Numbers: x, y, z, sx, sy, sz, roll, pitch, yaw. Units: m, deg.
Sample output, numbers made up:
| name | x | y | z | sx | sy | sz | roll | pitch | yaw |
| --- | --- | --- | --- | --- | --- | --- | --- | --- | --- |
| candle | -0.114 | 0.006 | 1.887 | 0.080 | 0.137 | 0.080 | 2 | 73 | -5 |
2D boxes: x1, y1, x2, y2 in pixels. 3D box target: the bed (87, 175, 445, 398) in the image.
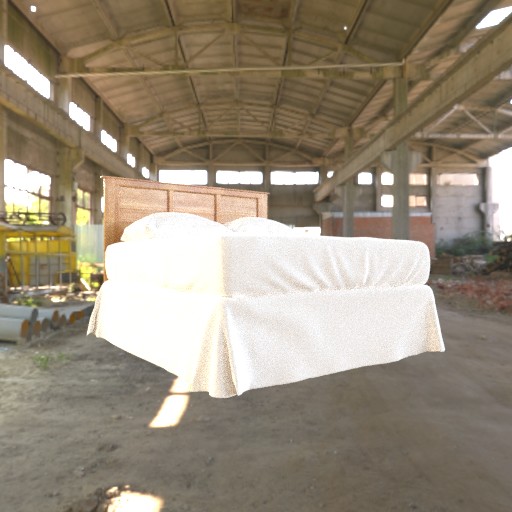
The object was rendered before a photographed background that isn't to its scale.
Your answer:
| name | x | y | z | sx | sy | sz | roll | pitch | yaw |
| --- | --- | --- | --- | --- | --- | --- | --- | --- | --- |
| bed | 0.000 | 0.000 | 3.198 | 1.870 | 1.273 | 2.035 | 0 | 0 | -35 |
